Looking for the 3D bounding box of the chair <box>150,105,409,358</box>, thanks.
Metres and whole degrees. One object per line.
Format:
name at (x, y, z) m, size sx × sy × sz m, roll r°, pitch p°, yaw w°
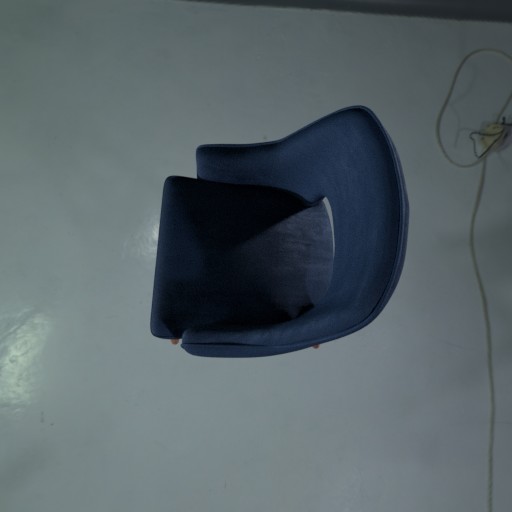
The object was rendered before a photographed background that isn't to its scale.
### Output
chair at (0.000, 0.000, 1.231) m, size 0.591 × 0.844 × 0.559 m, roll 2°, pitch 75°, yaw 1°
